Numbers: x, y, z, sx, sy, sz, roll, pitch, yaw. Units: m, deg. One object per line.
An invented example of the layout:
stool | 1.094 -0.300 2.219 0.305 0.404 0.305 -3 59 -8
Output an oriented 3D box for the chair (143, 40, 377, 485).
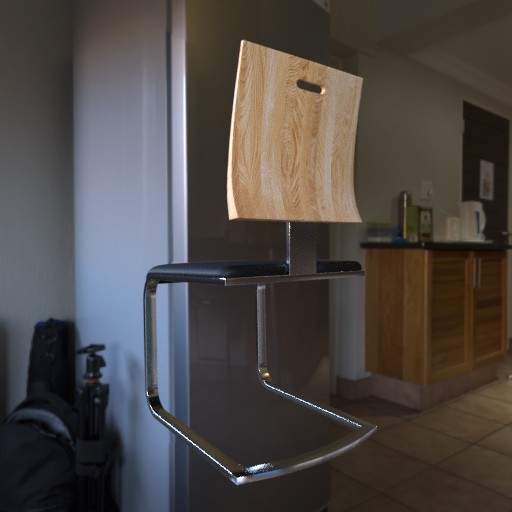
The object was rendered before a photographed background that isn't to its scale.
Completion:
chair | 0.000 0.000 1.237 0.462 0.936 0.560 -1 2 -36
